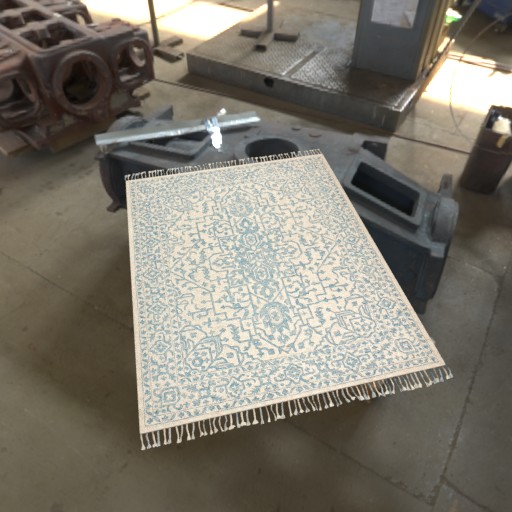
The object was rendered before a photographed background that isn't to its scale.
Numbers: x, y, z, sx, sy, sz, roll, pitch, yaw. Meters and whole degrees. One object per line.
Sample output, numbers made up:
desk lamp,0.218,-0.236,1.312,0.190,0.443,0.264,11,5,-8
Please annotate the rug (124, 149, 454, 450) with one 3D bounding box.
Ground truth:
rug,0.000,0.000,4.404,2.464,0.010,3.327,-10,48,-9
